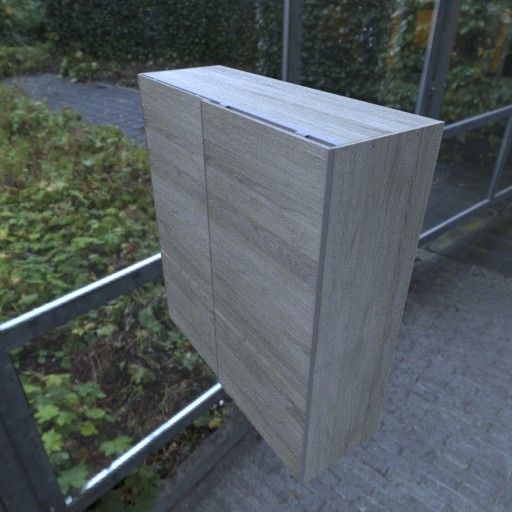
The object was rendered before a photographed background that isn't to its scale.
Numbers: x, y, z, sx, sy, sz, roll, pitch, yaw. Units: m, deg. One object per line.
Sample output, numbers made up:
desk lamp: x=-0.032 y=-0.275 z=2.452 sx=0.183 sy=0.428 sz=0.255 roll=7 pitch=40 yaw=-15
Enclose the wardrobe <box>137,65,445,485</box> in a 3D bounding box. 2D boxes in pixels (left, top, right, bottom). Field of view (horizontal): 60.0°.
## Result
wardrobe: x=0.000 y=0.000 z=2.770 sx=0.629 sy=1.960 sz=1.780 roll=-20 pitch=37 yaw=-29
